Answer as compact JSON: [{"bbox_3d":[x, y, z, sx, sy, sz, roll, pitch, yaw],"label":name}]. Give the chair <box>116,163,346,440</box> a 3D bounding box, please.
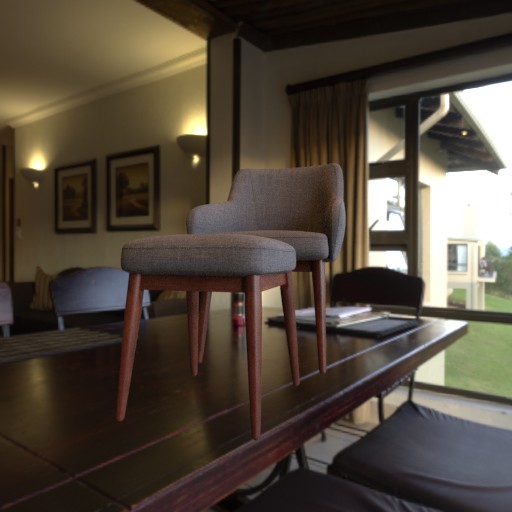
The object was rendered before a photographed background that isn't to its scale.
[{"bbox_3d":[0.000,0.000,1.543,0.584,0.799,1.107,0,1,18],"label":"chair"}]
